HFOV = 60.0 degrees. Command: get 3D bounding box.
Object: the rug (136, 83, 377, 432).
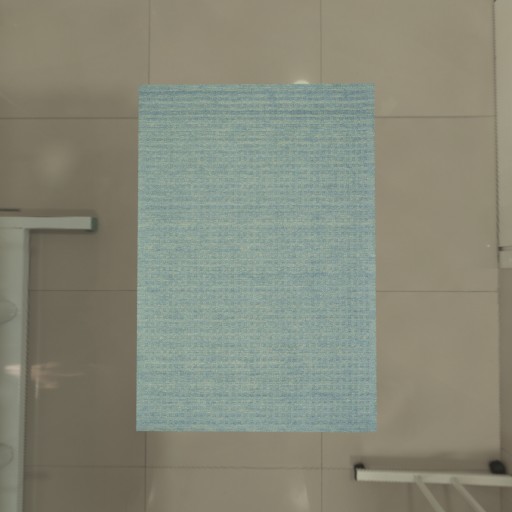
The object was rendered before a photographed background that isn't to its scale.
[{"bbox_3d":[0.000,0.000,3.695,1.982,0.006,2.895,0,88,1],"label":"rug"}]
